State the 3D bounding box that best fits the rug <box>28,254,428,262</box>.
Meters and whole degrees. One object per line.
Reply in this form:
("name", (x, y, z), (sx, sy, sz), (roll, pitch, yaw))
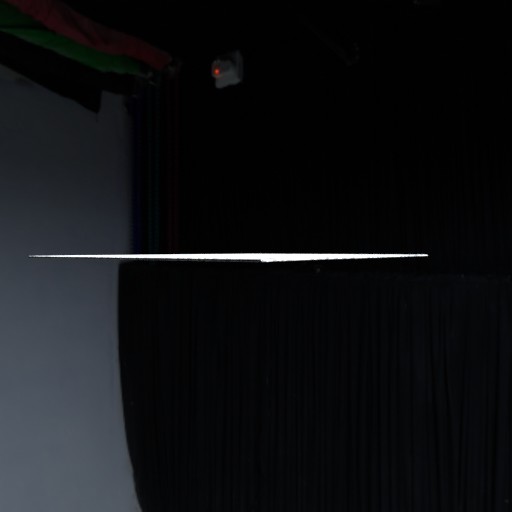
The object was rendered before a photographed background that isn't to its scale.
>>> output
("rug", (0.000, 0.000, 3.019), (1.676, 0.013, 2.261), (0, 1, 36))
